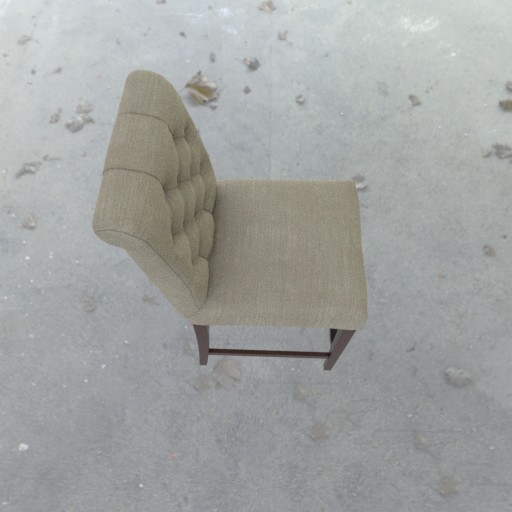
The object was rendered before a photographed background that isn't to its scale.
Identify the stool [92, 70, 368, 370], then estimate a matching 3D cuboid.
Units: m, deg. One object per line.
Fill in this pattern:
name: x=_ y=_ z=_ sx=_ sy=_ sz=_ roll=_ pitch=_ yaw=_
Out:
stool: x=0.000 y=0.000 z=1.437 sx=0.660 sy=1.084 sz=0.486 roll=2 pitch=62 yaw=1
